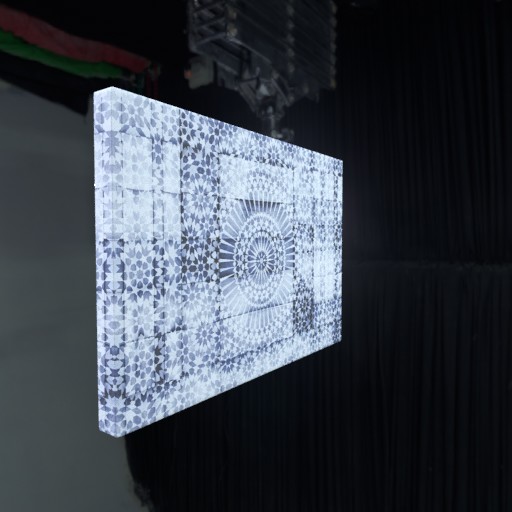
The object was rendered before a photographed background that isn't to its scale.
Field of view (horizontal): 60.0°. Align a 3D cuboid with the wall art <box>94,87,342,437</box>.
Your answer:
[{"bbox_3d":[0.000,0.000,1.147,0.057,0.608,0.911,2,3,36],"label":"wall art"}]
